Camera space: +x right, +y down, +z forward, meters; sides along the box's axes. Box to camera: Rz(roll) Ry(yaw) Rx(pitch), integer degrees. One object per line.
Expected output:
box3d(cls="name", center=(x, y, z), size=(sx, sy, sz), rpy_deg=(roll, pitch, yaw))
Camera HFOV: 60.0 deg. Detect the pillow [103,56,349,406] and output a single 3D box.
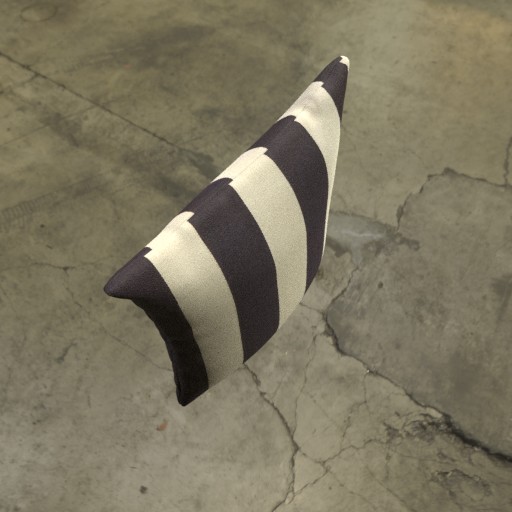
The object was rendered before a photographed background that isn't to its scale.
box3d(cls="pillow", center=(0.000, 0.000, 0.808), size=(0.189, 0.526, 0.536), rpy_deg=(30, 62, 18))
